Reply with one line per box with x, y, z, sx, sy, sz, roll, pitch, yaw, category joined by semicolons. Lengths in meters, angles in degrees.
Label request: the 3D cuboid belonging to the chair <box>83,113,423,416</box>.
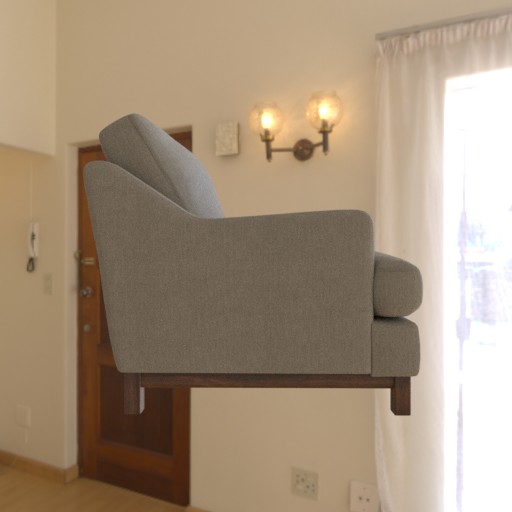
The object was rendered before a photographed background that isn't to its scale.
0.000;0.000;1.530;0.892;0.821;0.826;0;0;1;chair
